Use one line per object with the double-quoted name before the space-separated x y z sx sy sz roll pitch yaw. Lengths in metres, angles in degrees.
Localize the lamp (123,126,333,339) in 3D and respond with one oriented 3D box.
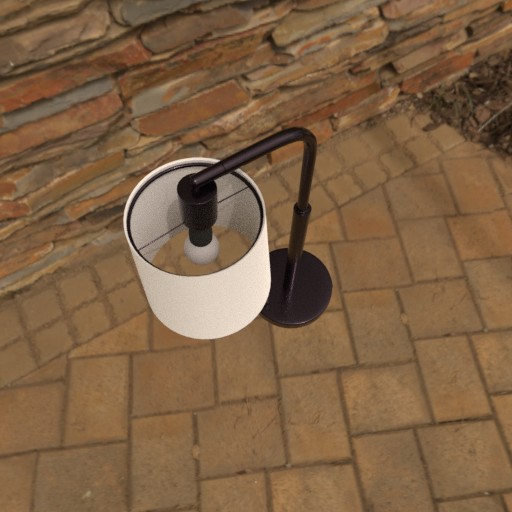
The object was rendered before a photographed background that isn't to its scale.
"lamp" 0.000 0.000 0.652 0.333 0.489 0.171 -33 68 -15
